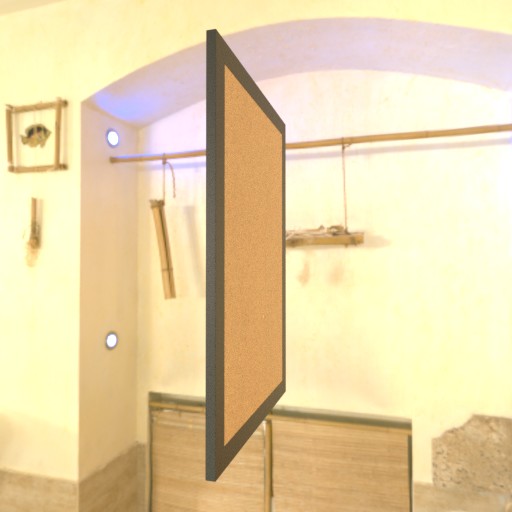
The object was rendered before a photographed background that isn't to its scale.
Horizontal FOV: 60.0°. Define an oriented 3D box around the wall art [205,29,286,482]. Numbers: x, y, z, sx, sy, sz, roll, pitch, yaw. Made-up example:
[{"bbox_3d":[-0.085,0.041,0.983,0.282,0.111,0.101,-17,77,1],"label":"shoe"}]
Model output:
[{"bbox_3d":[0.000,0.000,0.706,0.013,0.534,0.381,0,-1,16],"label":"wall art"}]
